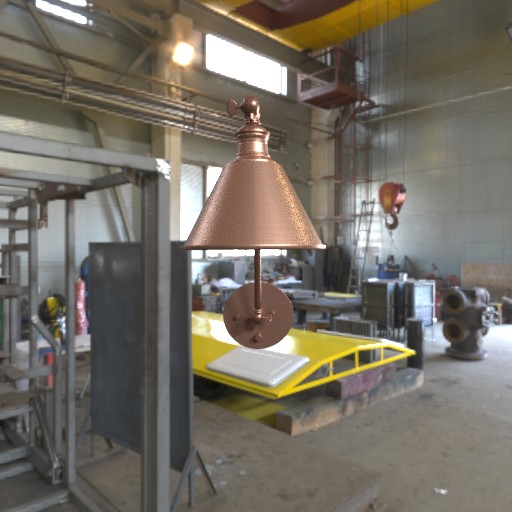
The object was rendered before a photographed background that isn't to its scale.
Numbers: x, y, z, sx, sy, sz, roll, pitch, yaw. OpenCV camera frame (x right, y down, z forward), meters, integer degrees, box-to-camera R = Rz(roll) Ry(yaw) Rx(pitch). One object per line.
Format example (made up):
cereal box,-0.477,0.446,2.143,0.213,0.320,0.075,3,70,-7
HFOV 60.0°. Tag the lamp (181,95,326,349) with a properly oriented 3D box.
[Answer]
lamp,0.000,0.000,0.891,0.223,0.502,0.624,0,1,1
